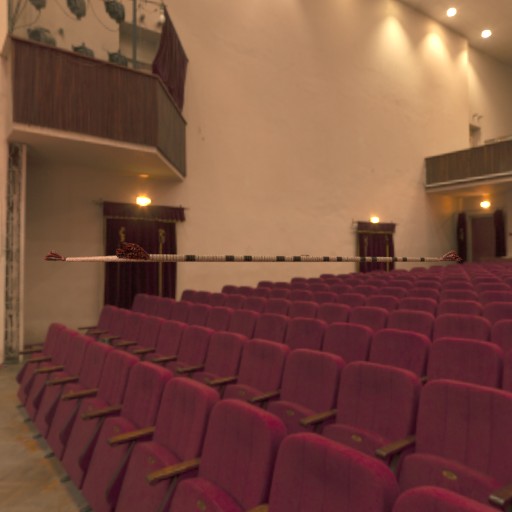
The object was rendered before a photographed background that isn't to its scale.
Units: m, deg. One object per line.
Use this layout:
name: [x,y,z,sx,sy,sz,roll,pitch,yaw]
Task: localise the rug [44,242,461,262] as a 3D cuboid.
rug: [0.000,0.000,2.598,2.069,0.067,1.444,1,-1,-36]
